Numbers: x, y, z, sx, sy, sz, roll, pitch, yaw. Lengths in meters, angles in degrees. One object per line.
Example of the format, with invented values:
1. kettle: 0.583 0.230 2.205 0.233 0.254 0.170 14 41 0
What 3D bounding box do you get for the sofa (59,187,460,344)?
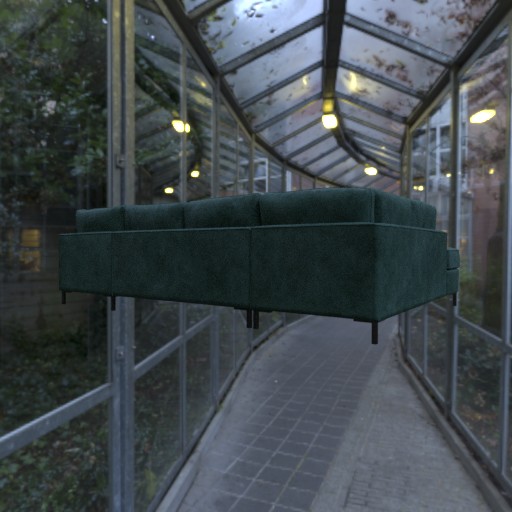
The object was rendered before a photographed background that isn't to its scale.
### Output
1. sofa: 0.000 0.000 3.906 2.994 0.861 1.992 1 1 35
